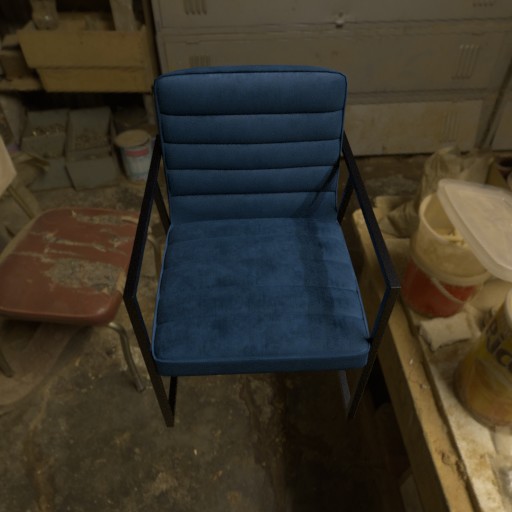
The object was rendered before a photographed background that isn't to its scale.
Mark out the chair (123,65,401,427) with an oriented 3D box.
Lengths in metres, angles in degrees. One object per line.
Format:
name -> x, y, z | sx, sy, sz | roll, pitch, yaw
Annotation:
chair -> 0.000, 0.000, 1.262 | 0.571, 0.833, 0.677 | -2, 46, -2
